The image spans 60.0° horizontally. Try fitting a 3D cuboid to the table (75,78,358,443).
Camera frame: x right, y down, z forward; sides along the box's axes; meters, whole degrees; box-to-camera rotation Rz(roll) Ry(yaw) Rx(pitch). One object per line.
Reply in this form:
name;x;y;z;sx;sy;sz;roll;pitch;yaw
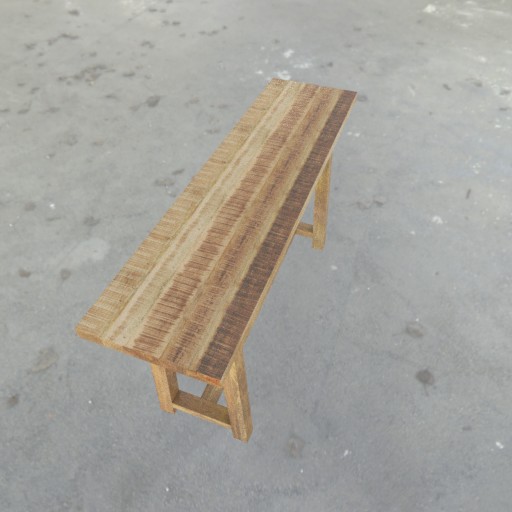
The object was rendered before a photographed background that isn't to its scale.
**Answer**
table;0.000;0.000;1.857;0.405;0.810;1.524;15;48;14
